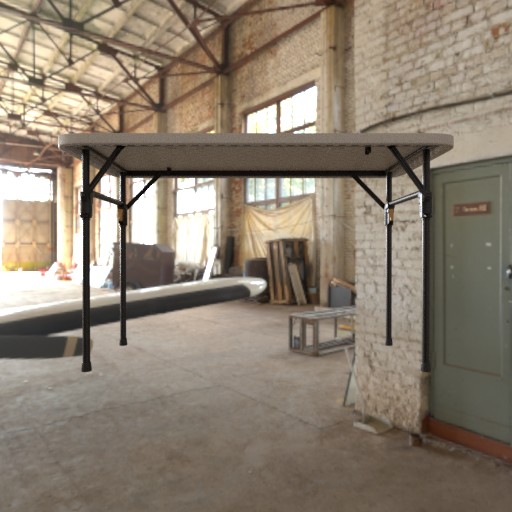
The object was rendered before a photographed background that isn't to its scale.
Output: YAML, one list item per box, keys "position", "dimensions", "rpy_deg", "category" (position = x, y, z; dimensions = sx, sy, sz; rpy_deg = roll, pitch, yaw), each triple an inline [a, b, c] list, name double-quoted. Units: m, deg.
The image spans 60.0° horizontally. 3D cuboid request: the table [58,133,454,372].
- position: [0.000, 0.000, 1.605]
  dimensions: [1.219, 0.729, 0.610]
  rpy_deg: [0, 0, 0]
  category: "table"
